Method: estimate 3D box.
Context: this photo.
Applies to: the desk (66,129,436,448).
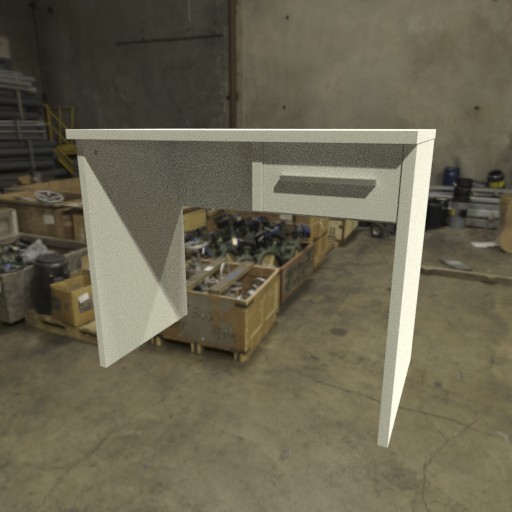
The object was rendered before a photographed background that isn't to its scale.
[{"bbox_3d":[0.000,0.000,1.329,0.900,0.729,0.498,7,18,24],"label":"desk"}]
